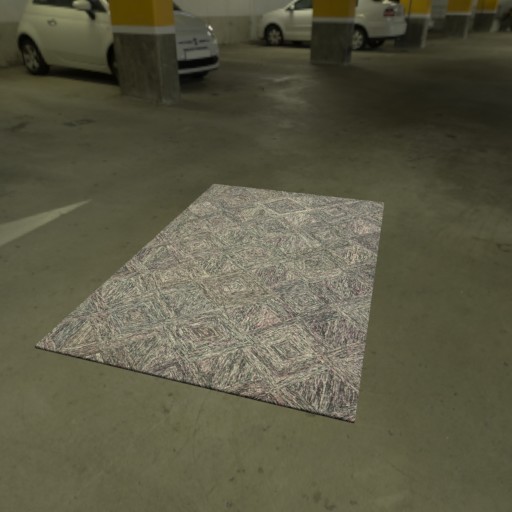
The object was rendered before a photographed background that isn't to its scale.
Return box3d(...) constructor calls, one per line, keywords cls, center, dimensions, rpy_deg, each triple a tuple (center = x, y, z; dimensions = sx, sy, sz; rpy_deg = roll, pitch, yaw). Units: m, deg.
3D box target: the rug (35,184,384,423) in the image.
box3d(cls="rug", center=(0.000, 0.000, 2.869), dimensions=(1.501, 0.017, 2.298), rpy_deg=(9, 31, 15))
